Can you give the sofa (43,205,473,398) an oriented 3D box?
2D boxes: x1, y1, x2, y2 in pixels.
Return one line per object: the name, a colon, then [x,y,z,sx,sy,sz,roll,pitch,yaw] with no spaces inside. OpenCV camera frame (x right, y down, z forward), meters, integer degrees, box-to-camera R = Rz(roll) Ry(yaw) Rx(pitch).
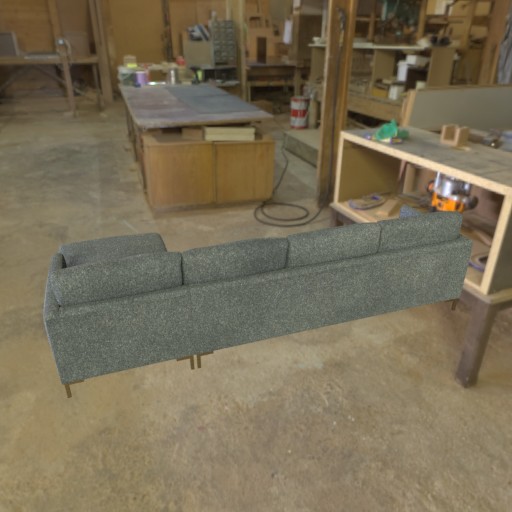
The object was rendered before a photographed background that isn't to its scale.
sofa: [0.000,0.000,3.432,2.932,0.810,1.350,-9,29,-17]
